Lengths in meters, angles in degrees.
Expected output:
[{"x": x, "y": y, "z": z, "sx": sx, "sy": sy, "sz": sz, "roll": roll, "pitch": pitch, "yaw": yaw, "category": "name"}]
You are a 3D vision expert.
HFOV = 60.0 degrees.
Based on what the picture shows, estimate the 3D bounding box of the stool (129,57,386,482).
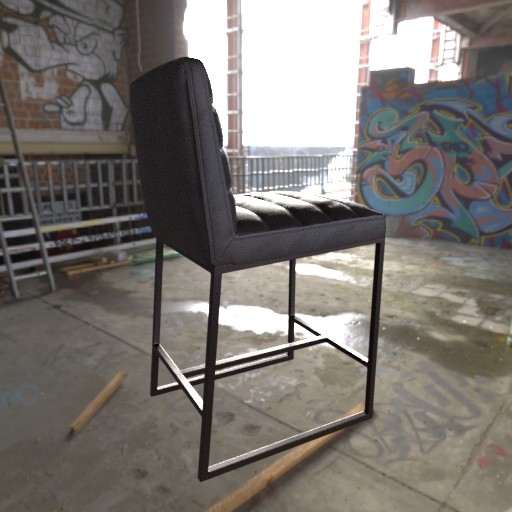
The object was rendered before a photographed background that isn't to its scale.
[{"x": 0.000, "y": 0.000, "z": 1.245, "sx": 0.562, "sy": 0.946, "sz": 0.463, "roll": -7, "pitch": 16, "yaw": -28, "category": "stool"}]
